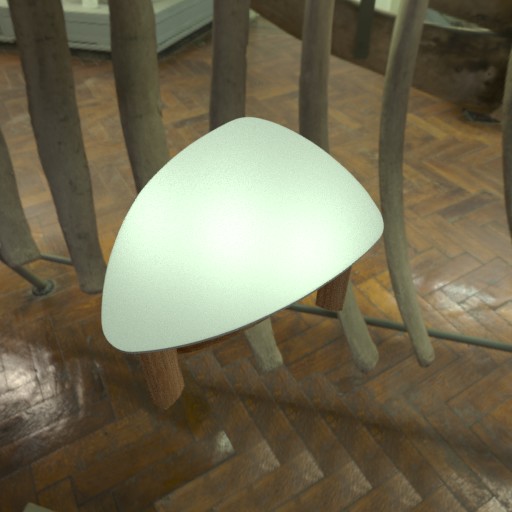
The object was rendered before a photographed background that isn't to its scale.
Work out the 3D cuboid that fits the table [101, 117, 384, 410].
[{"bbox_3d":[0.000,0.000,1.663,0.850,0.440,1.250,11,46,11],"label":"table"}]
